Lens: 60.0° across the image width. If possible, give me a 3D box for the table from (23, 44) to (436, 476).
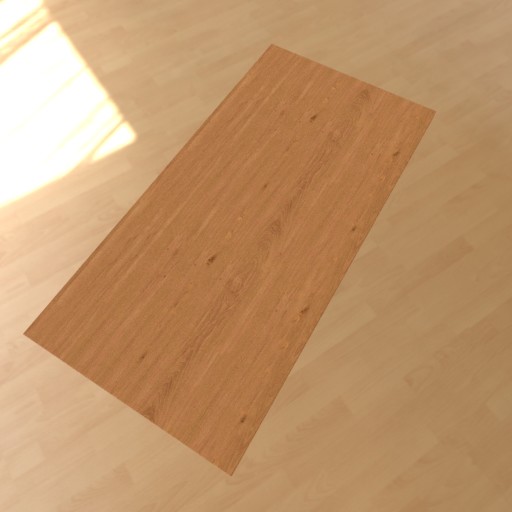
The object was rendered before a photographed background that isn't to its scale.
[{"bbox_3d":[0.000,0.000,1.128,0.450,0.452,0.899,28,67,13],"label":"table"}]
